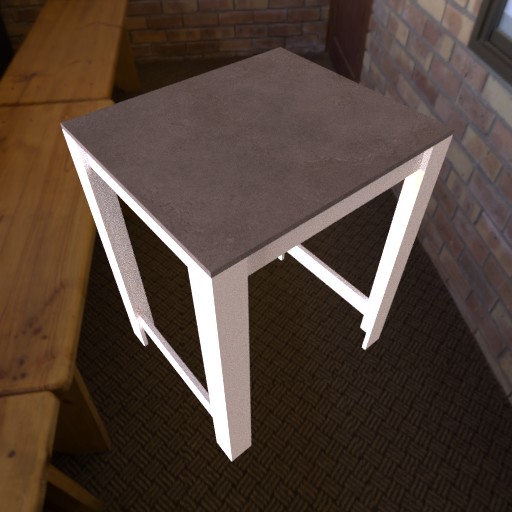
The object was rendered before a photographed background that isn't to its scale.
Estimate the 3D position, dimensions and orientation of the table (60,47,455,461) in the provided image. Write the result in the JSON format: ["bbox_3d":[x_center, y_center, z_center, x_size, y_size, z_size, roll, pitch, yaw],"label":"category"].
[{"bbox_3d":[0.000,0.000,1.562,0.800,1.020,0.700,-31,54,-26],"label":"table"}]
